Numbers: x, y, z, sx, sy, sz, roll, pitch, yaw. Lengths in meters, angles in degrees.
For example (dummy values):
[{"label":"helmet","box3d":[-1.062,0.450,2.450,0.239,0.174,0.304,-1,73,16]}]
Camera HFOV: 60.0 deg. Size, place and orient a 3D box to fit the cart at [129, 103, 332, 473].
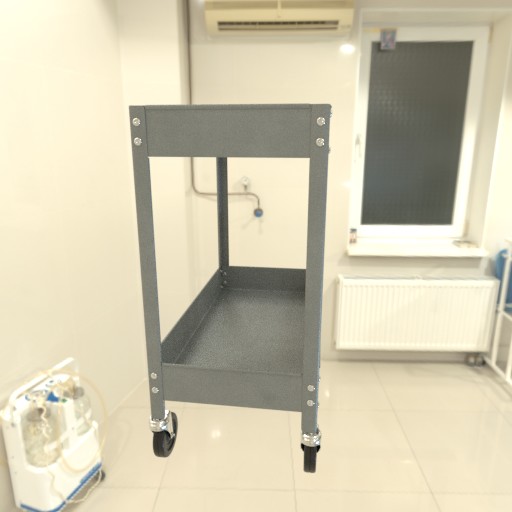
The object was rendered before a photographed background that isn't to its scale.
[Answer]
[{"label":"cart","box3d":[0.000,0.000,1.176,0.366,0.719,0.779,2,16,8]}]
